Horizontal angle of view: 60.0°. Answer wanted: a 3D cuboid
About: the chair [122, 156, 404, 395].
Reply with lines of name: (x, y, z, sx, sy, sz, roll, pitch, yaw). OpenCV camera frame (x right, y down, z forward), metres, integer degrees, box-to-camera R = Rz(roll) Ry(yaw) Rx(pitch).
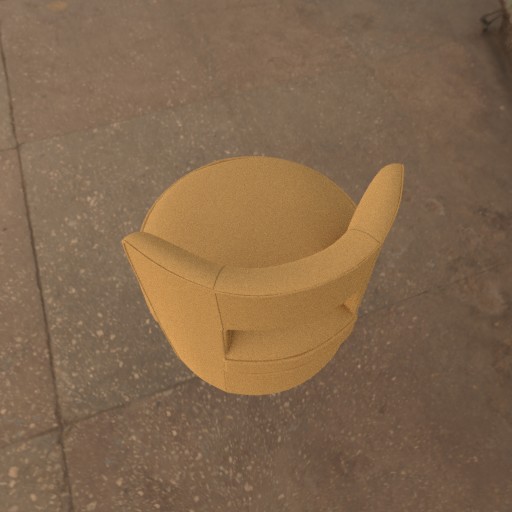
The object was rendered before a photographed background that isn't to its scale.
chair: (0.000, 0.000, 1.249, 0.650, 0.723, 0.665, -16, 59, -10)
